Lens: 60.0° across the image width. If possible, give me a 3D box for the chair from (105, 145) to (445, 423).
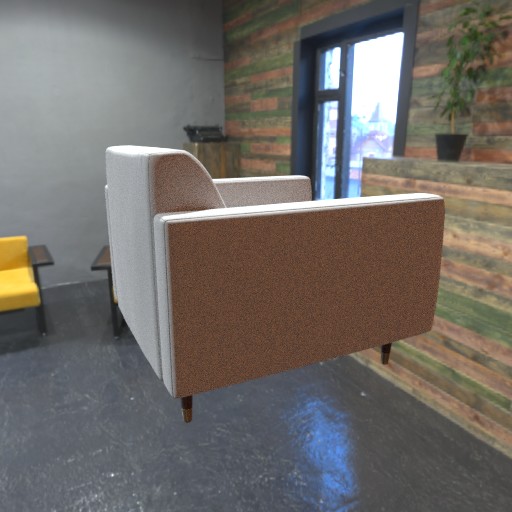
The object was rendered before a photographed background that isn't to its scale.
[{"bbox_3d":[0.000,0.000,1.702,0.998,0.819,0.953,-8,17,-26],"label":"chair"}]
